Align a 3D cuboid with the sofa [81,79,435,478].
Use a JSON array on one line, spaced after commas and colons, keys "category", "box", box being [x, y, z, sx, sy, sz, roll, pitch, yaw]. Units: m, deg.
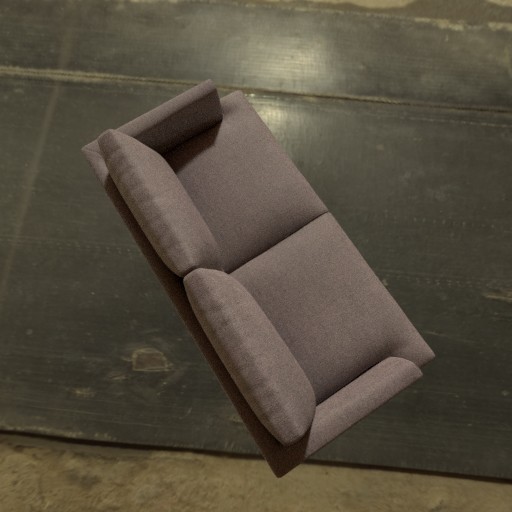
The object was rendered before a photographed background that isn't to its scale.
[{"category": "sofa", "box": [0.000, 0.000, 2.446, 1.020, 0.868, 1.948, -32, 77, -8]}]
